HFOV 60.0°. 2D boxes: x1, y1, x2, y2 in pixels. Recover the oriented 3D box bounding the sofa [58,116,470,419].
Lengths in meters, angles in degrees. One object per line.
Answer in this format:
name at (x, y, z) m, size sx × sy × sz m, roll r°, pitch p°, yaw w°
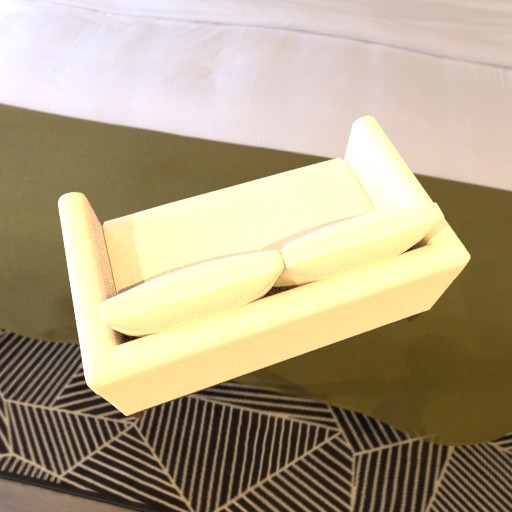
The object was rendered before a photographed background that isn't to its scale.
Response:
sofa at (0.000, 0.000, 2.111) m, size 1.598 × 0.873 × 0.905 m, roll -17°, pitch 61°, yaw -10°
